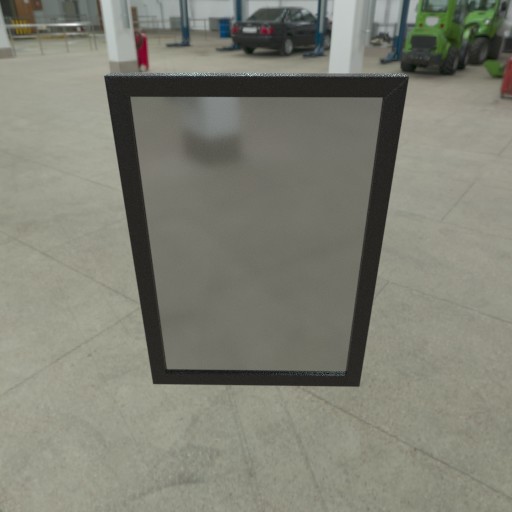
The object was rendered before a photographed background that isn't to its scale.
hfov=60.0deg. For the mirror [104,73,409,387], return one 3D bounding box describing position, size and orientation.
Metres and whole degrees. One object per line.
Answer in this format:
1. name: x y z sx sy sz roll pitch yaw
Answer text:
1. mirror: 0.000 0.000 0.929 0.507 0.710 0.040 0 30 1
